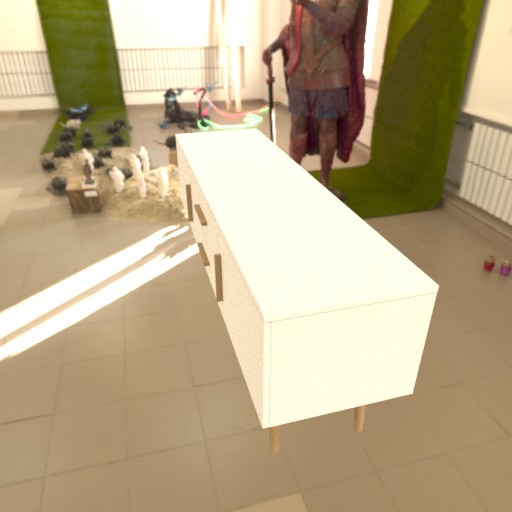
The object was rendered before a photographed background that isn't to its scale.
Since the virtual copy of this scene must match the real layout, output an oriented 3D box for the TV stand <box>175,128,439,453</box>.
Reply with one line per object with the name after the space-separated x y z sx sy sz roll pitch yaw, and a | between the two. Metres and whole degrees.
0.000 0.000 1.600 0.401 0.560 1.398 -8 31 -14 | TV stand
